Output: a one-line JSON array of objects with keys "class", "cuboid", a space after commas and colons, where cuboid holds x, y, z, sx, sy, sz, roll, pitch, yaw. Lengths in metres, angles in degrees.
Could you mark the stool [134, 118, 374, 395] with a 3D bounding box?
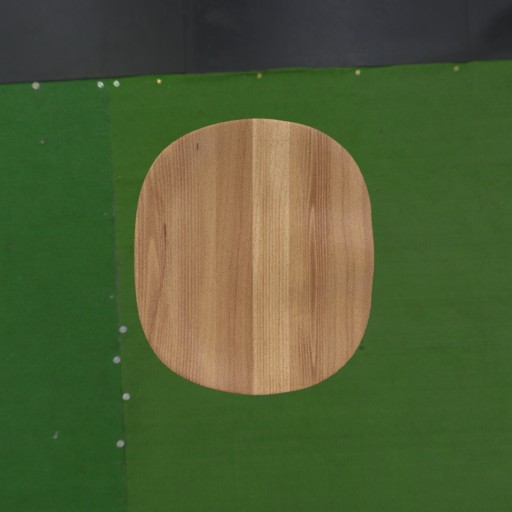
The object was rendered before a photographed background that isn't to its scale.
[{"class": "stool", "cuboid": [0.000, 0.000, 0.962, 0.401, 0.679, 0.480, 0, 90, 0]}]
